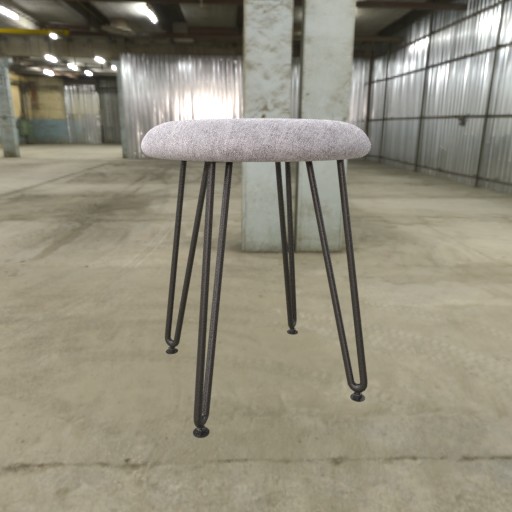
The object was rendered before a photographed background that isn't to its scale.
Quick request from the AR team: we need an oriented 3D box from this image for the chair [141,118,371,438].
[{"bbox_3d":[0.000,0.000,0.656,0.350,0.386,0.350,7,17,24],"label":"chair"}]
